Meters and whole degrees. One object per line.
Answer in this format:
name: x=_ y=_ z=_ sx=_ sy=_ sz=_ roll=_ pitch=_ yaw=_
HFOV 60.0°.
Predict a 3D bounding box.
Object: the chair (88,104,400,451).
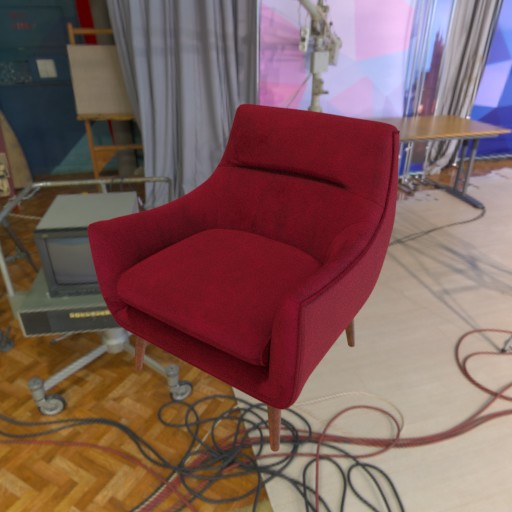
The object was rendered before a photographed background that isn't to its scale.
chair: x=0.000 y=0.000 z=1.502 sx=0.762 sy=0.838 sz=0.787 roll=19 pitch=35 yaw=29
